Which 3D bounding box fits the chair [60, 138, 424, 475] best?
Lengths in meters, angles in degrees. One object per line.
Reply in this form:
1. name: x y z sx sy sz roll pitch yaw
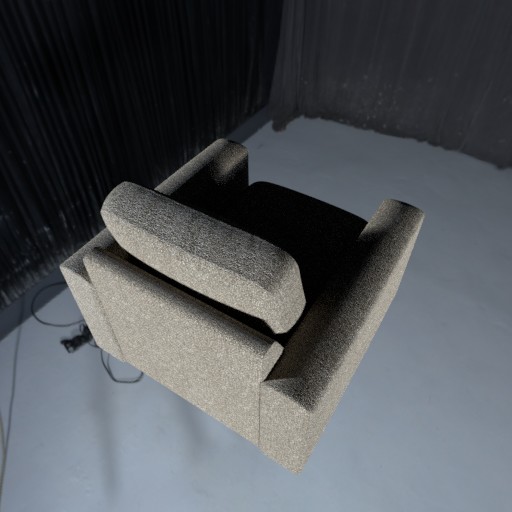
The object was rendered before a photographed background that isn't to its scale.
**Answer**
1. chair: 0.000 0.000 1.745 1.005 0.873 1.016 25 52 21
